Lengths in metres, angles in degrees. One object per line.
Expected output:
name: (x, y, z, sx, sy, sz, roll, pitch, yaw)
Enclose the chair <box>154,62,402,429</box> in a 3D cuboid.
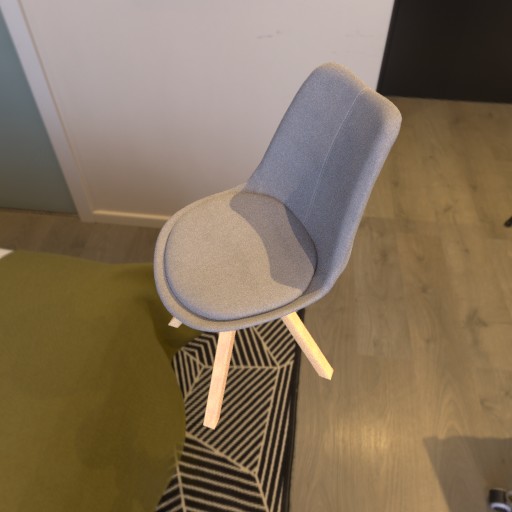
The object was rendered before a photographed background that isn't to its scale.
chair: (0.000, 0.000, 1.197, 0.549, 0.863, 0.474, -17, 49, -16)
